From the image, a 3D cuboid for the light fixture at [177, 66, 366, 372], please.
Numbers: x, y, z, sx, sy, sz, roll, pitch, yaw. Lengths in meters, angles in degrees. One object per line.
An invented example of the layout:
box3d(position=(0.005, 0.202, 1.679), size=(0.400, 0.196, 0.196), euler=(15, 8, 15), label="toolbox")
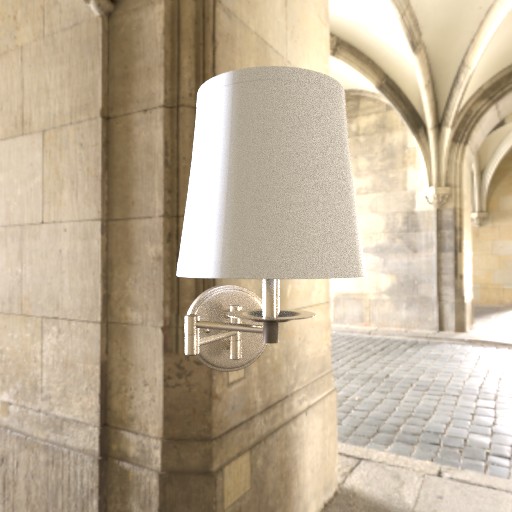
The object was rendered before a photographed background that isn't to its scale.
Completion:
box3d(position=(0.000, 0.000, 0.594), size=(0.223, 0.381, 0.348), euler=(0, -1, -17), label="light fixture")
